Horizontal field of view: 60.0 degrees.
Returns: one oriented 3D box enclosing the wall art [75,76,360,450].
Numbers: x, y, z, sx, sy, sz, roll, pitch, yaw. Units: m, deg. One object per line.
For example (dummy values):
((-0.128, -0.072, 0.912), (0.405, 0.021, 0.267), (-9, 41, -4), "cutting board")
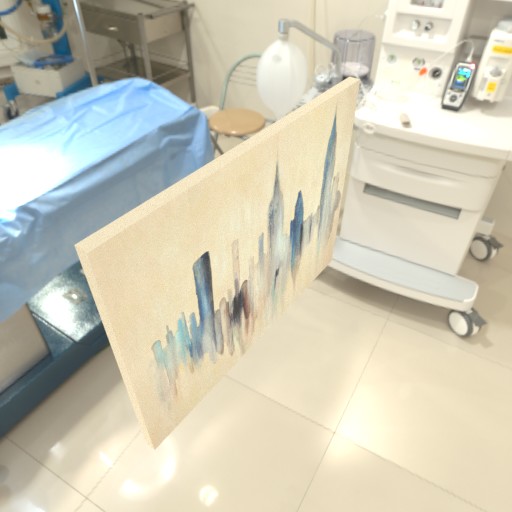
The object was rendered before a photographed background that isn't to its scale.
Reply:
((0.000, 0.000, 1.334), (0.038, 0.762, 1.016), (27, 49, 27), "wall art")
